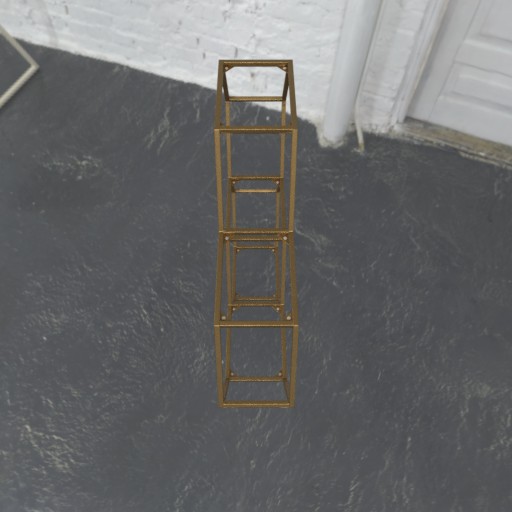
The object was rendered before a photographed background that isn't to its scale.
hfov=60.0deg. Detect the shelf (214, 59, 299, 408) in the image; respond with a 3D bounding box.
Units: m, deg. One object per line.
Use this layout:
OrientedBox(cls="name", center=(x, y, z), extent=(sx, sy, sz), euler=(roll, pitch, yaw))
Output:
OrientedBox(cls="shelf", center=(0.000, 0.000, 1.066), extent=(0.150, 0.701, 0.708), euler=(0, 58, 0))
